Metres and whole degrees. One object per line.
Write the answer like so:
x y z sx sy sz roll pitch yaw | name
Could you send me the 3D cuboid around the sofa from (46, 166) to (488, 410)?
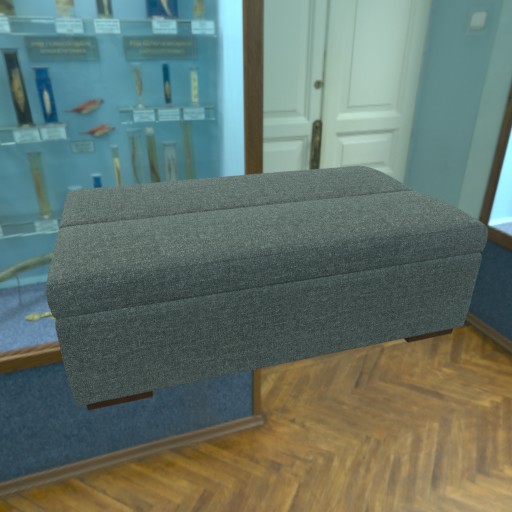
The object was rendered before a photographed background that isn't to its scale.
0.000 0.000 1.536 1.198 0.417 0.782 -8 27 -16 | sofa
